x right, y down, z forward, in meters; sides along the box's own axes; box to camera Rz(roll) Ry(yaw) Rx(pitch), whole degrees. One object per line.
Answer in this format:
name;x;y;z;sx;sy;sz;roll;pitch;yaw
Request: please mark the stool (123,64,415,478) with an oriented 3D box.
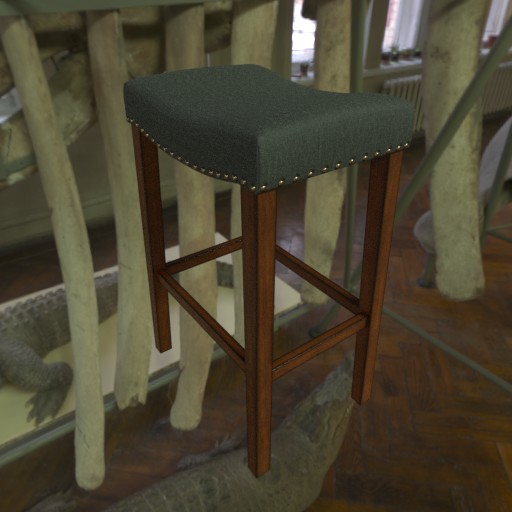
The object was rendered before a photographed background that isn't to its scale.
stool;0.000;0.000;1.025;0.366;0.760;0.502;-21;38;-30
